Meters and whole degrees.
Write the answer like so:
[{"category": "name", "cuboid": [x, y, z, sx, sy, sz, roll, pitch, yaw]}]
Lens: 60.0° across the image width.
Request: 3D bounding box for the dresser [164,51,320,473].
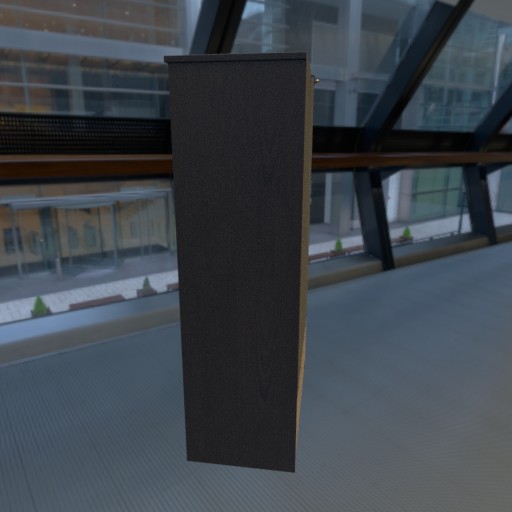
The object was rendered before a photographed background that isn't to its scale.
[{"category": "dresser", "cuboid": [0.000, 0.000, 1.627, 0.418, 1.254, 0.704, 2, 15, 8]}]
